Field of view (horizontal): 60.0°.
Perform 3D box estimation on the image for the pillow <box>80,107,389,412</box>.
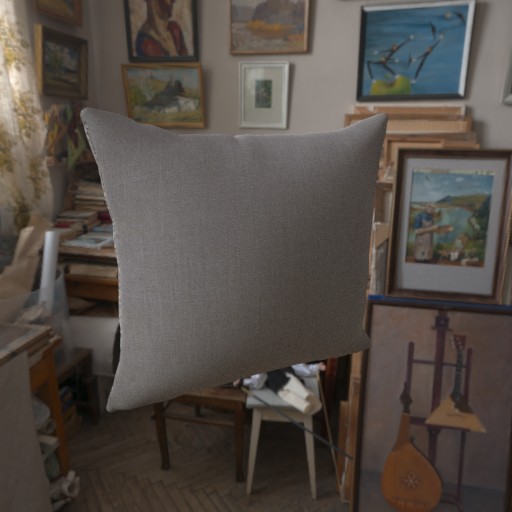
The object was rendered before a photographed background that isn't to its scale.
[{"bbox_3d":[0.000,0.000,0.777,0.546,0.487,0.180,-8,18,-25],"label":"pillow"}]
